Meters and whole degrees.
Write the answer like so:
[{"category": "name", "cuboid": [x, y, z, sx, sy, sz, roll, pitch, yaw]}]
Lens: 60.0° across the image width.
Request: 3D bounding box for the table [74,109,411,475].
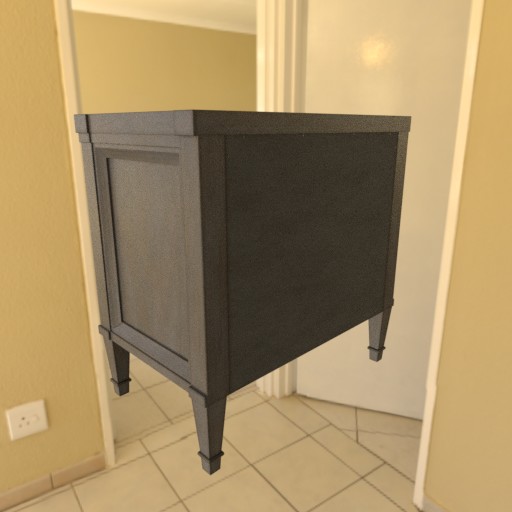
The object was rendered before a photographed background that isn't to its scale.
[{"category": "table", "cuboid": [0.000, 0.000, 1.091, 0.660, 0.660, 0.413, -16, 22, -42]}]
